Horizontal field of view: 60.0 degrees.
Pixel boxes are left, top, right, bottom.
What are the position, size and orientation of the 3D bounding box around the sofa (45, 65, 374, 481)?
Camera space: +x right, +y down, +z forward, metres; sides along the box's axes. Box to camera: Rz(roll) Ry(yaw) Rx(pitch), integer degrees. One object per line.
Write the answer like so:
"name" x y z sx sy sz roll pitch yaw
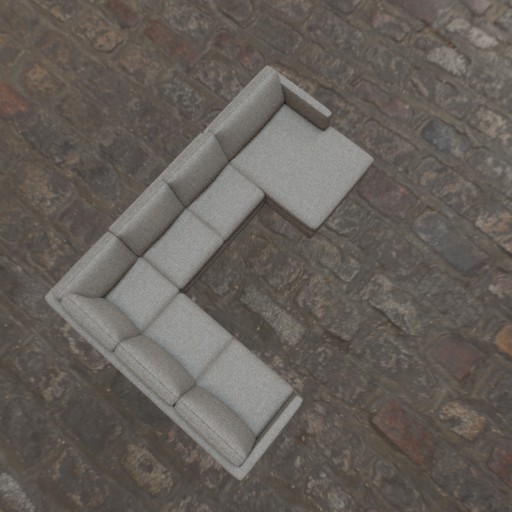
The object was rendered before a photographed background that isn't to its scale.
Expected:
"sofa" 0.000 0.000 4.598 2.551 0.889 3.403 39 80 9
